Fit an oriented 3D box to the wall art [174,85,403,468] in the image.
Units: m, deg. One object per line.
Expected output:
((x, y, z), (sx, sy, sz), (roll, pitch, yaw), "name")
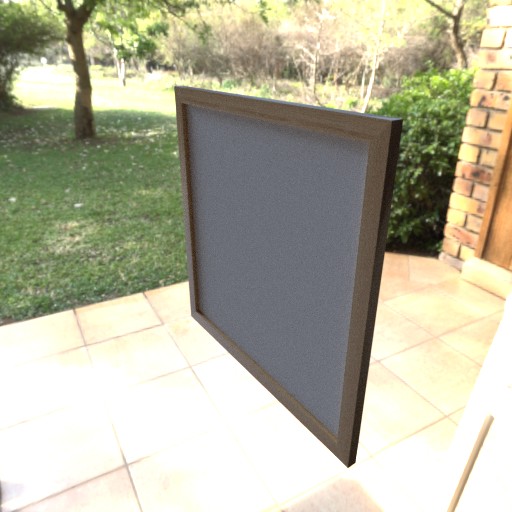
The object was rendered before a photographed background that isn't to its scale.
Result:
((0.000, 0.000, 1.128), (0.027, 0.762, 0.762), (-17, 30, -31), "wall art")
